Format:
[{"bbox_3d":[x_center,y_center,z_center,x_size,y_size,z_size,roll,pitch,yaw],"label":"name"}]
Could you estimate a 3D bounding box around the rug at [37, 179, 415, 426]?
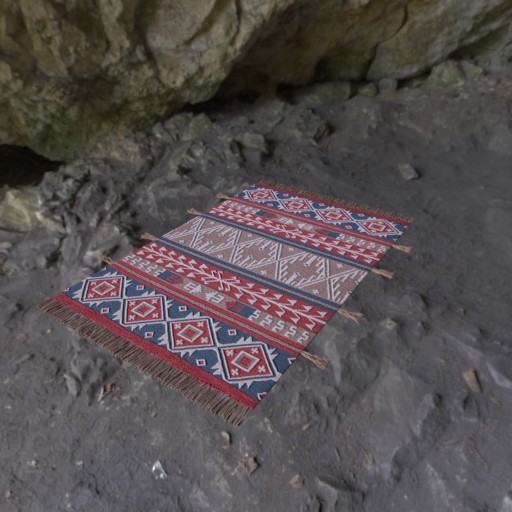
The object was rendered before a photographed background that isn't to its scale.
[{"bbox_3d":[0.000,0.000,2.561,1.469,0.040,2.025,20,36,29],"label":"rug"}]
